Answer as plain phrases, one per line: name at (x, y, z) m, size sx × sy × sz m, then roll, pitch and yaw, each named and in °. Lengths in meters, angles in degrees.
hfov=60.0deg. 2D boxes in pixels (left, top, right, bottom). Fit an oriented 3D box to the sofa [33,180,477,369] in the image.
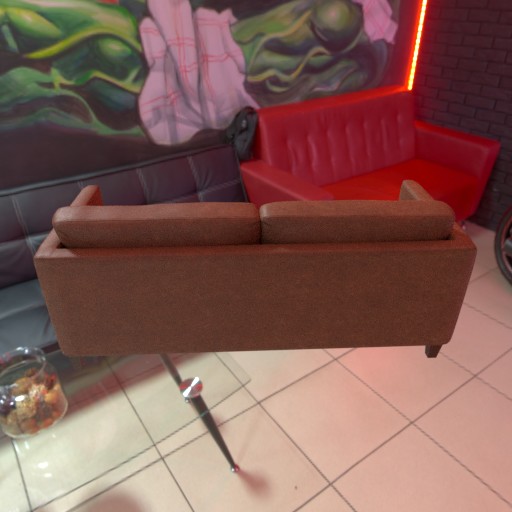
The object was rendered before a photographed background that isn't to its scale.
sofa at (0.000, 0.000, 2.697) m, size 2.204 × 0.932 × 0.950 m, roll -1°, pitch 31°, yaw -2°
